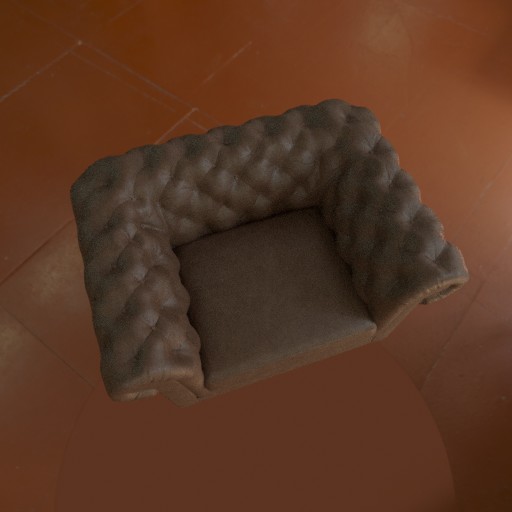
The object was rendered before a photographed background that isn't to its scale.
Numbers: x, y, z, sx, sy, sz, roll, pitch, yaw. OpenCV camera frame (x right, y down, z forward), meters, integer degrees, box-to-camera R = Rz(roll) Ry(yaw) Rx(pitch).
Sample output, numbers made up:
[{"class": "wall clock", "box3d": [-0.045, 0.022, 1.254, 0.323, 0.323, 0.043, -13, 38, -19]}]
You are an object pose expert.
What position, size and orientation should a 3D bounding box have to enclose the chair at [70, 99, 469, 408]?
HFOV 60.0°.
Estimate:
[{"class": "chair", "box3d": [0.000, 0.000, 1.903, 1.298, 0.784, 0.954, -17, 64, -8]}]
